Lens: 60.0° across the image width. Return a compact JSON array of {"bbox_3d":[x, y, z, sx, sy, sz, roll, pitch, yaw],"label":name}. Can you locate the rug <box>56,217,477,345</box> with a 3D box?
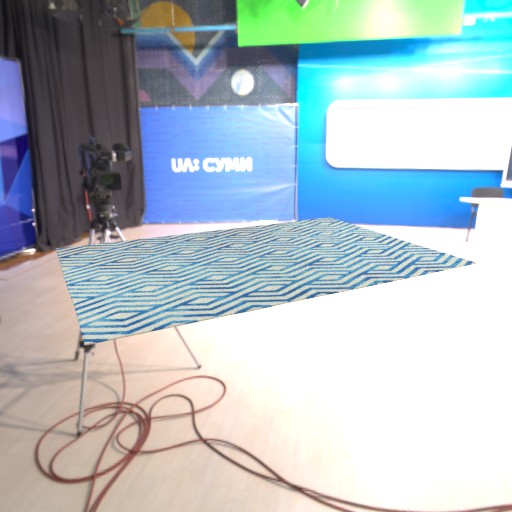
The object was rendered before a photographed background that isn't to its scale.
[{"bbox_3d":[0.000,0.000,2.301,1.830,0.008,1.225,-8,19,-26],"label":"rug"}]
